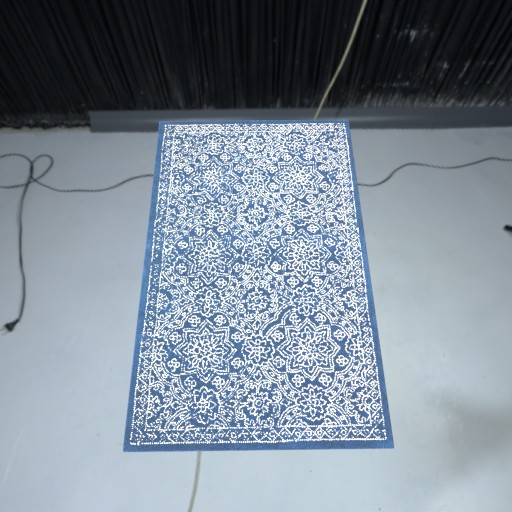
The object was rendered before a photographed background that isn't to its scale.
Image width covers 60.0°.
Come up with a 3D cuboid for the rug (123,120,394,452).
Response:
[{"bbox_3d":[0.000,0.000,3.035,1.526,0.015,2.441,-1,63,0],"label":"rug"}]
